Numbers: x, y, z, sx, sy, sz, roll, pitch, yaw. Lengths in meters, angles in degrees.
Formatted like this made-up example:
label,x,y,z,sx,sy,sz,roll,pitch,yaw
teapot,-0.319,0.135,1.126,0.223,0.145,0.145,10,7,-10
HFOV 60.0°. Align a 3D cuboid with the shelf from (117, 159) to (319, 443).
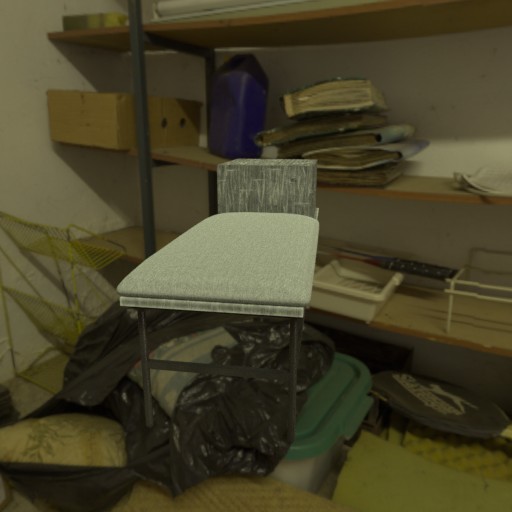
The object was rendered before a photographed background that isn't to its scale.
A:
label,x,y,z,sx,sy,sz,roll,pitch,yaw
shelf,0.000,0.000,1.659,0.457,0.633,1.342,3,16,9
